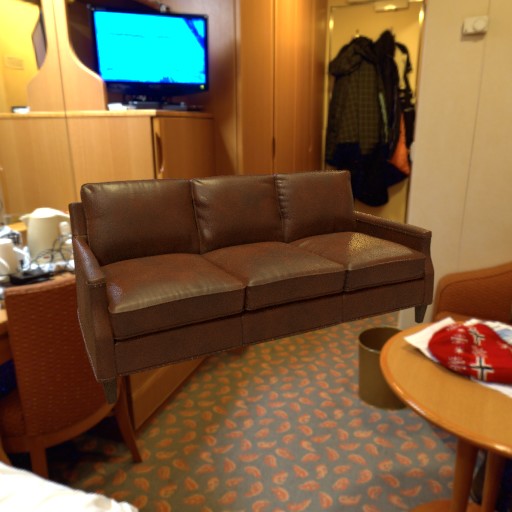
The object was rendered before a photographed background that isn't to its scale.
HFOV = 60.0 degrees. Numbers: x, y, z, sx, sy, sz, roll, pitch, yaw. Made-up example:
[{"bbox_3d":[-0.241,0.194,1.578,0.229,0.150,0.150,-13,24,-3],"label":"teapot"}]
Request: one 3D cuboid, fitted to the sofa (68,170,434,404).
[{"bbox_3d":[0.000,0.000,2.945,2.240,1.003,1.084,-8,18,-26],"label":"sofa"}]
